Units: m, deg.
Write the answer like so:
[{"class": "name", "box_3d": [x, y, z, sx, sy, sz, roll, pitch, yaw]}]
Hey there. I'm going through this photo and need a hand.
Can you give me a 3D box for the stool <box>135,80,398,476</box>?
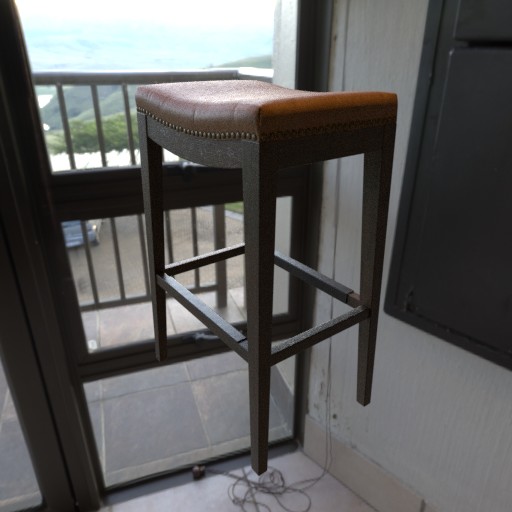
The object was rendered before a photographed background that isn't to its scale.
[{"class": "stool", "box_3d": [0.000, 0.000, 1.063, 0.361, 0.759, 0.500, -18, 30, -33]}]
